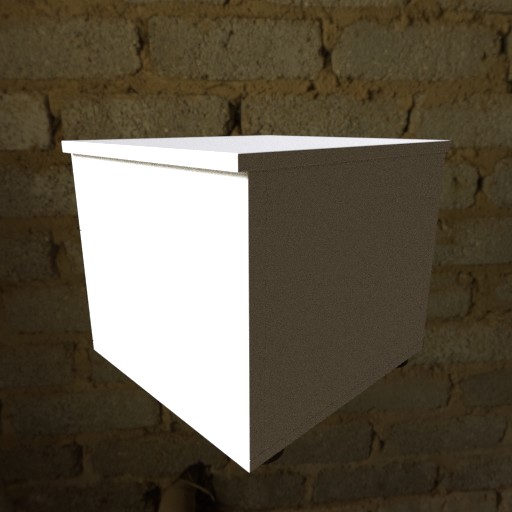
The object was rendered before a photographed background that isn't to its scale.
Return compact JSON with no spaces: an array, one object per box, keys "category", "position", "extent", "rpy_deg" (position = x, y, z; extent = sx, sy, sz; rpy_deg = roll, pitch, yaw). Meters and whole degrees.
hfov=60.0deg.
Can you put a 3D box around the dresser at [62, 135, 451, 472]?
[{"category":"dresser","position":[0.000,0.000,0.713],"extent":[0.430,0.360,0.400],"rpy_deg":[-16,23,-42]}]
